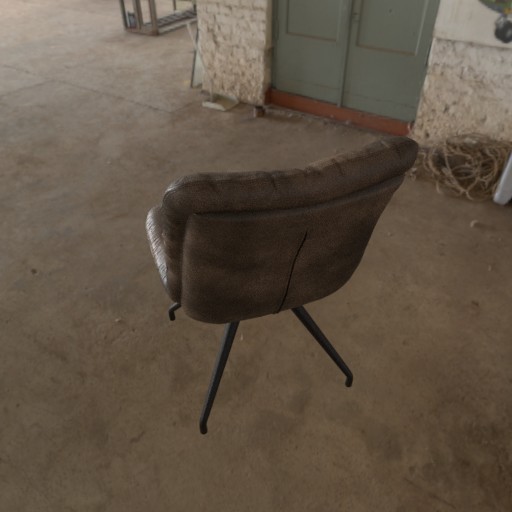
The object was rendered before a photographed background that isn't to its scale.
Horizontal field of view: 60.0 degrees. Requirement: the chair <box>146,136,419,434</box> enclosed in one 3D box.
[{"bbox_3d":[0.000,0.000,1.242,0.549,0.870,0.622,-13,41,-15],"label":"chair"}]
